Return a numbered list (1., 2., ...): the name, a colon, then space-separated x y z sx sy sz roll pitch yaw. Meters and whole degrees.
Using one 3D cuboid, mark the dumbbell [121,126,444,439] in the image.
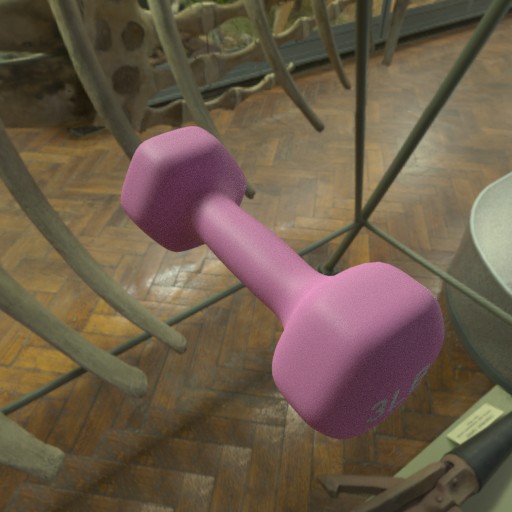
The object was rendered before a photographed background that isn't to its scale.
1. dumbbell: 0.000 0.000 0.188 0.064 0.058 0.159 -26 48 -26
